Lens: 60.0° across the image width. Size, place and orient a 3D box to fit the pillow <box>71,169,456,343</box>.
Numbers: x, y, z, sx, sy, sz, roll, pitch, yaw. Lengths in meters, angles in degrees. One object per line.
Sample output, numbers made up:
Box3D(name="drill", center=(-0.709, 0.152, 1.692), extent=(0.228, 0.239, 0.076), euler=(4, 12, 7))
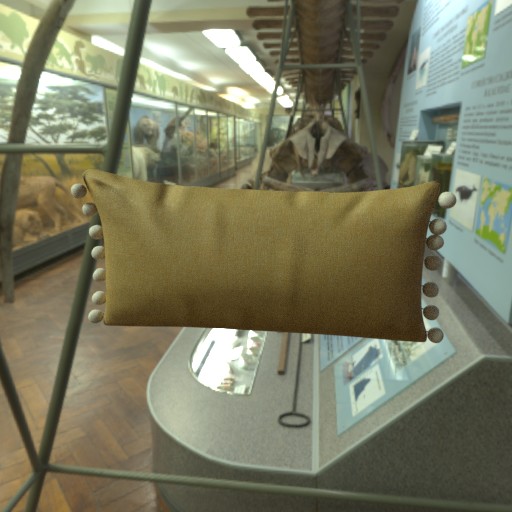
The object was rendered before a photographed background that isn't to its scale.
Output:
Box3D(name="pillow", center=(0.000, 0.000, 0.848), extent=(0.709, 0.322, 0.201), euler=(2, 15, 8))
